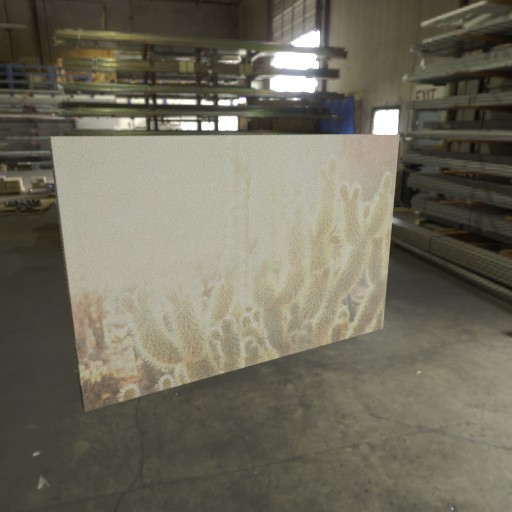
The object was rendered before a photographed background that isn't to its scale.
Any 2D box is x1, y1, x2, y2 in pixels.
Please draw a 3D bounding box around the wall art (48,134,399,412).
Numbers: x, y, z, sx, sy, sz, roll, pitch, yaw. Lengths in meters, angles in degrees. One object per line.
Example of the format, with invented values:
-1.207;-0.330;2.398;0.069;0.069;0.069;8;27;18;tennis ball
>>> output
0.000;0.000;1.156;0.916;0.608;0.040;-9;18;-27;wall art
